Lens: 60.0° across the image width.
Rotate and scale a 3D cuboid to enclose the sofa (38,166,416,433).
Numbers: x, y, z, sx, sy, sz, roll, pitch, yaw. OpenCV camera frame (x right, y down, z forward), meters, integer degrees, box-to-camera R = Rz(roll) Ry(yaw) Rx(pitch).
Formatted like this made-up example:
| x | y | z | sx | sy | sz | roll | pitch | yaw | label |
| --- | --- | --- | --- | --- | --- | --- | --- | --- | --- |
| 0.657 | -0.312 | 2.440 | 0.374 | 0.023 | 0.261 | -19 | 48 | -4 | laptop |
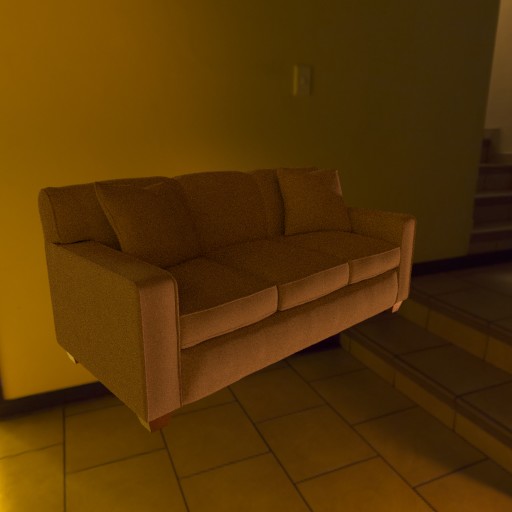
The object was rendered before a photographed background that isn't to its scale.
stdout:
| x | y | z | sx | sy | sz | roll | pitch | yaw | label |
| --- | --- | --- | --- | --- | --- | --- | --- | --- | --- |
| 0.000 | 0.000 | 2.578 | 2.024 | 0.958 | 0.997 | -14 | 20 | -41 | sofa |
